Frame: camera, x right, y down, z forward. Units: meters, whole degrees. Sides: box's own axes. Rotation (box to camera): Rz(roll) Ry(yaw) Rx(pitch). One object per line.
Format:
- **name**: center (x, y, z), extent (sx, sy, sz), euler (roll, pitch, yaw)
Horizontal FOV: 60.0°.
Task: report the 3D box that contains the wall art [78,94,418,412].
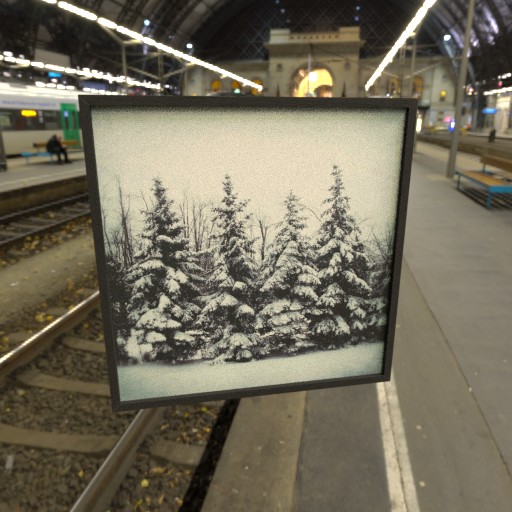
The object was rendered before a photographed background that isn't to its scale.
- **wall art**: center (0.000, 0.000, 0.453), extent (0.305, 0.305, 0.037), euler (-3, 17, -10)
